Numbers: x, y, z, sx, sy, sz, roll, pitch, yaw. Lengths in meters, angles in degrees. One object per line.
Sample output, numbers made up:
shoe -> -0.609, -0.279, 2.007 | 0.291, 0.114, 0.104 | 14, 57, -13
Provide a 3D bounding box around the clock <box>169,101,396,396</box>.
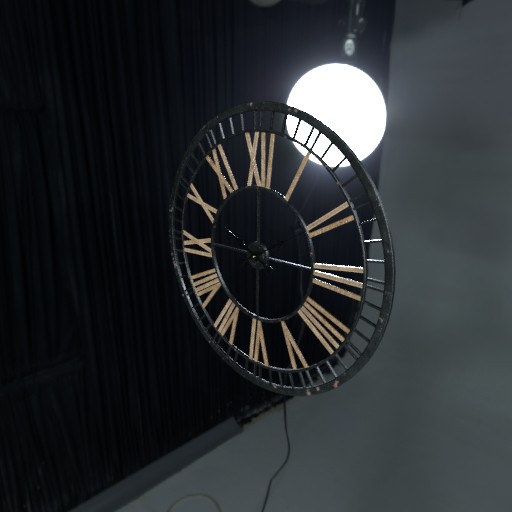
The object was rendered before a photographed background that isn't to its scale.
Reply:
clock -> 0.000, 0.000, 1.276 | 0.843, 0.843, 0.025 | 14, 21, 41
